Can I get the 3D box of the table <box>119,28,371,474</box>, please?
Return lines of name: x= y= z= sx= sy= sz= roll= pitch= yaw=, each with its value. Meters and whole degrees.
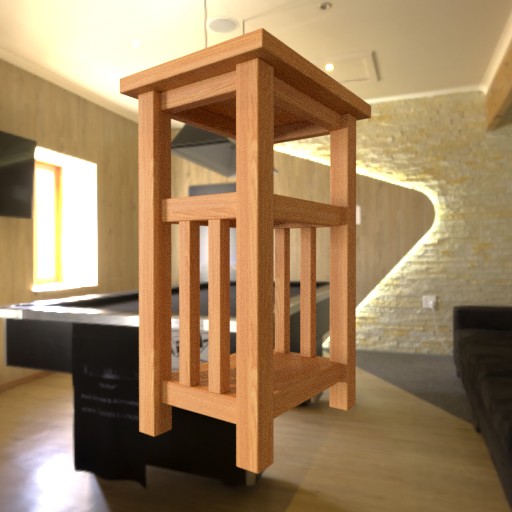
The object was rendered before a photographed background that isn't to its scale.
table: x=0.000 y=0.000 z=0.752 sx=0.270 sy=0.550 sz=0.350 roll=0 pitch=1 yaw=36
